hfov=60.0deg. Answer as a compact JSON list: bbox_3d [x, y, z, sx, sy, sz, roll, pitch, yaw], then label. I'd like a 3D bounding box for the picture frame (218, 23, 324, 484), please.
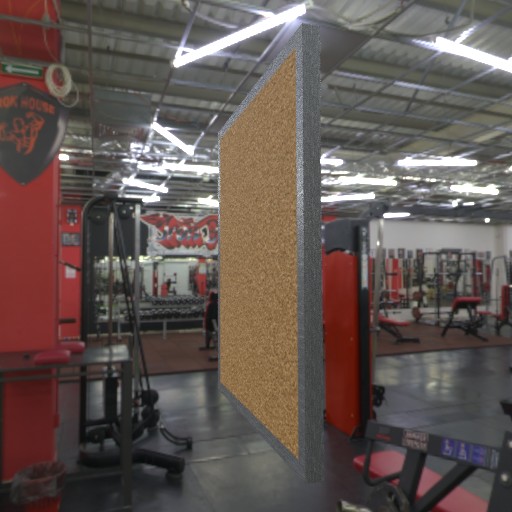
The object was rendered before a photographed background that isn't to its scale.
[{"bbox_3d":[0.000,0.000,0.756,0.029,0.559,0.454,1,-2,-18],"label":"picture frame"}]
